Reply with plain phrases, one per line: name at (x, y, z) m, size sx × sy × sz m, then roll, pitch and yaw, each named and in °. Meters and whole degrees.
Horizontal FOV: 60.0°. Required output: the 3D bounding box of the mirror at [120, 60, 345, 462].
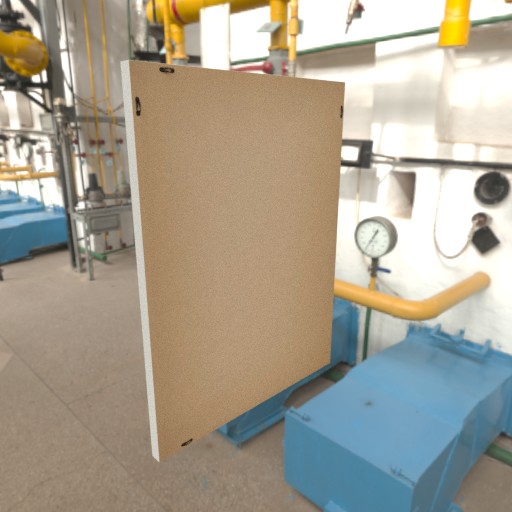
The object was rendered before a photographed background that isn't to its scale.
mirror at (0.000, 0.000, 1.330) m, size 0.762 × 1.016 × 0.041 m, roll -15°, pitch 23°, yaw -41°
